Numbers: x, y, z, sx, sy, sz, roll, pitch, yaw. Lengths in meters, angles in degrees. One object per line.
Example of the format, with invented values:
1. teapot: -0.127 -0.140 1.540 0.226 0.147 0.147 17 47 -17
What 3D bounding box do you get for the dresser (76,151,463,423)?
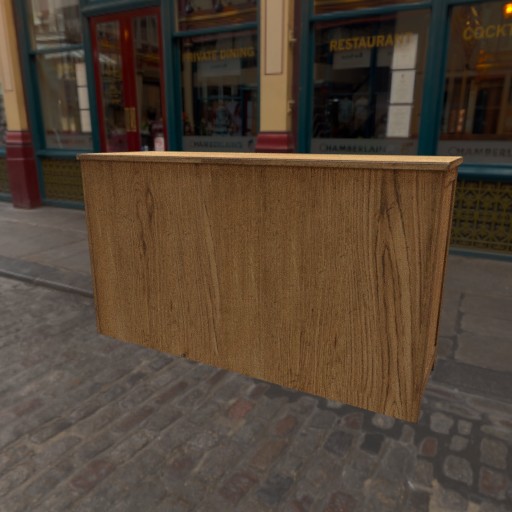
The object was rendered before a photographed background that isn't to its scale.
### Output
1. dresser: 0.000 0.000 2.098 1.657 0.932 0.563 8 17 27
